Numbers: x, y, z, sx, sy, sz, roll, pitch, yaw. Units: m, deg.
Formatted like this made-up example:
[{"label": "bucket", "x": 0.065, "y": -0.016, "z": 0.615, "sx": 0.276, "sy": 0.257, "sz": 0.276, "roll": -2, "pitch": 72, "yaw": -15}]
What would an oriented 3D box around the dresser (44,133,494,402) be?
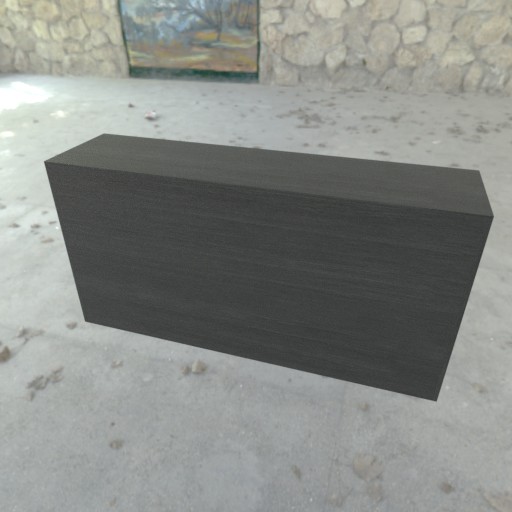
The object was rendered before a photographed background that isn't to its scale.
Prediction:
[{"label": "dresser", "x": 0.000, "y": 0.000, "z": 1.873, "sx": 1.590, "sy": 0.795, "sz": 0.400, "roll": 9, "pitch": 33, "yaw": 15}]
